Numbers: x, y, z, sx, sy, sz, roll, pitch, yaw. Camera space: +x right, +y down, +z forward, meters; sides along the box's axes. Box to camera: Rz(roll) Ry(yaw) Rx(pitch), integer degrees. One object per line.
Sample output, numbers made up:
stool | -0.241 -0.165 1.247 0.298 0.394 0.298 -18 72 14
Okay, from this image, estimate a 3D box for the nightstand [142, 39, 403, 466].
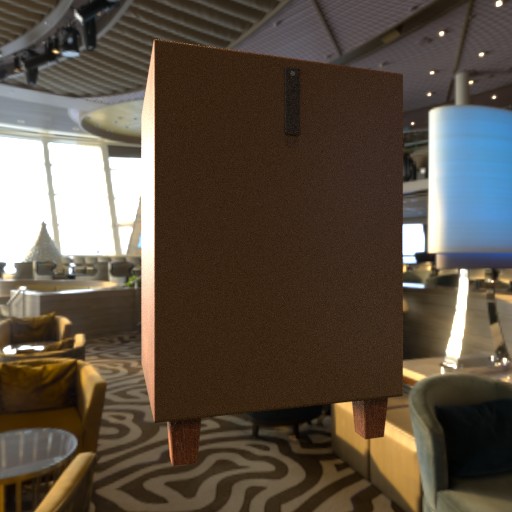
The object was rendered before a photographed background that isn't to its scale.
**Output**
nightstand | 0.000 0.000 0.968 0.465 0.695 0.410 0 0 -17
